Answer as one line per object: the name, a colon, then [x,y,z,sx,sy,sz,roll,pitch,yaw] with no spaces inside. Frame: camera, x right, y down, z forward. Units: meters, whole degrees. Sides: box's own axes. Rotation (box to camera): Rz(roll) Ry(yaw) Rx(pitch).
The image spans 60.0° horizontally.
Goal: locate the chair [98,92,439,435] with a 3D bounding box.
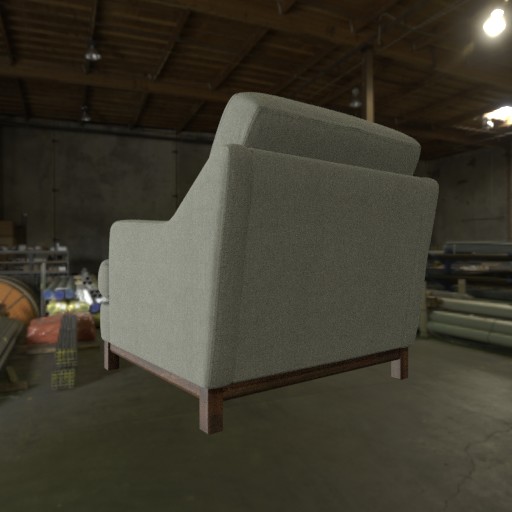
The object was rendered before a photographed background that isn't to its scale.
chair: [0.000,0.000,1.521,0.826,0.821,0.892,0,1,-37]
